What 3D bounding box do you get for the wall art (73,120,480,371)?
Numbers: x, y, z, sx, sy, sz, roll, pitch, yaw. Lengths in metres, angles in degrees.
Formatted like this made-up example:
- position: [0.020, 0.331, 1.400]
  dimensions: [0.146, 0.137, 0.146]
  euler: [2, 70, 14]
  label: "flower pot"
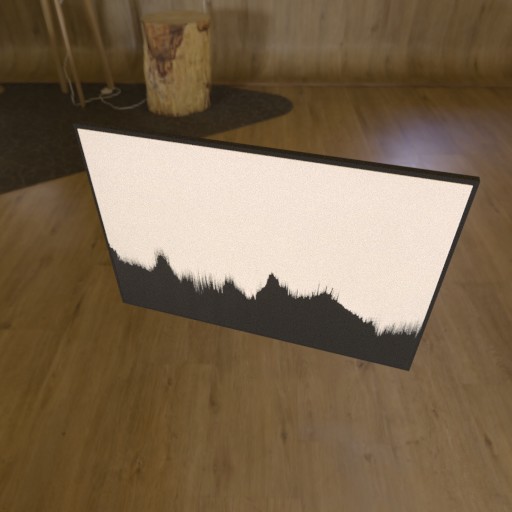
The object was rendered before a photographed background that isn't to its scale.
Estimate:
- position: [0.000, 0.000, 1.518]
  dimensions: [1.190, 0.805, 0.028]
  euler: [11, 42, 13]
  label: "wall art"
